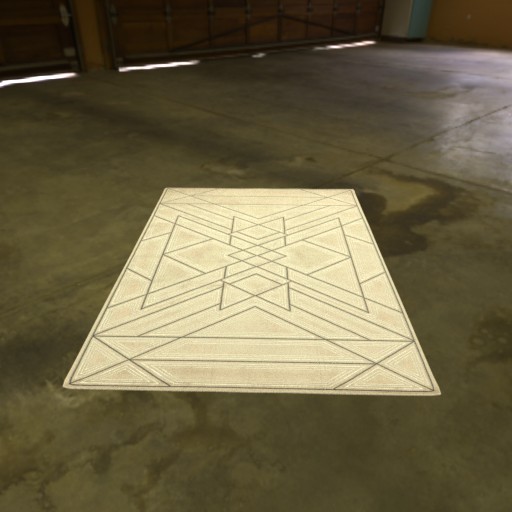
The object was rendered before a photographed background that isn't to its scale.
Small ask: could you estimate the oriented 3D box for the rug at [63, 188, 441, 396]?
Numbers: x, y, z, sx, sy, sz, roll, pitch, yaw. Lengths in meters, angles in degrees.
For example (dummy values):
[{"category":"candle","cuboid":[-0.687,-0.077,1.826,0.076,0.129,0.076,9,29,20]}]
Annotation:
[{"category":"rug","cuboid":[0.000,0.000,4.273,2.436,0.026,3.381,1,31,1]}]
